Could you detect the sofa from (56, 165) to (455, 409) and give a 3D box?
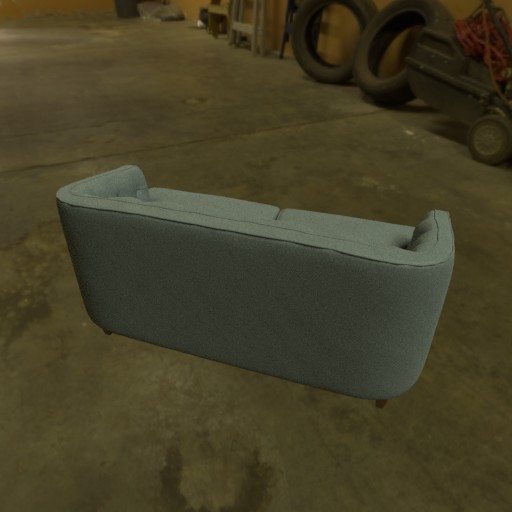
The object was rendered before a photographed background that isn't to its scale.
[{"bbox_3d":[0.000,0.000,2.218,1.733,0.855,0.941,11,36,16],"label":"sofa"}]
